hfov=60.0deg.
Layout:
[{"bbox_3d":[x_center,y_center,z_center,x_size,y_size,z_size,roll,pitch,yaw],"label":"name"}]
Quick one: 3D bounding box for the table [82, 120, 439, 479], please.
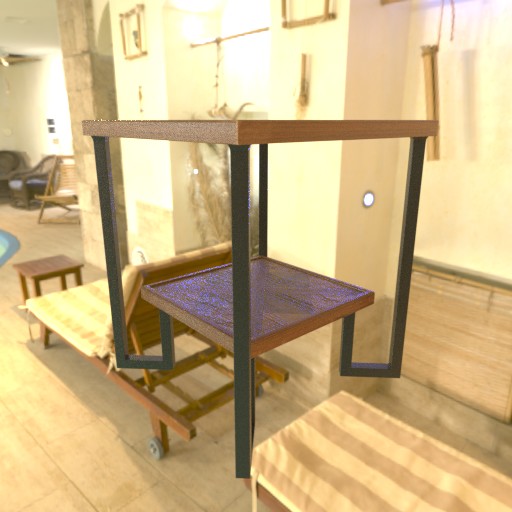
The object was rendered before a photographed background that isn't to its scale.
[{"bbox_3d":[0.000,0.000,0.961,0.503,0.563,0.503,-14,22,-39],"label":"table"}]
